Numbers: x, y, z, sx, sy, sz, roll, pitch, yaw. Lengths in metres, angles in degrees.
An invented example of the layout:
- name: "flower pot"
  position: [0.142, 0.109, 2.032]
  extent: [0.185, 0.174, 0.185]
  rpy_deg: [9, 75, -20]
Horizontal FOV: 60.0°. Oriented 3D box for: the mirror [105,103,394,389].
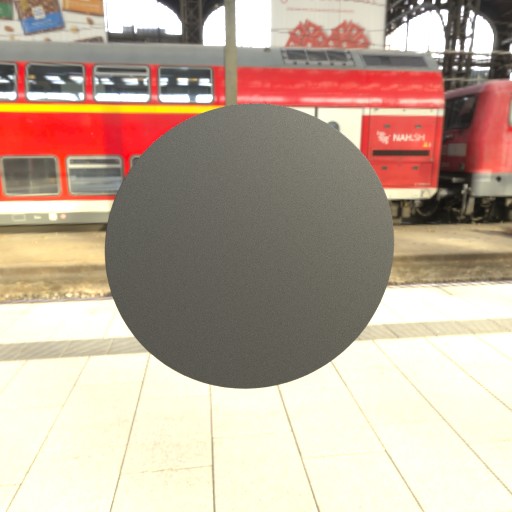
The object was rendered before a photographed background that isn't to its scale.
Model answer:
- name: "mirror"
  position: [0.000, 0.000, 1.651]
  extent: [1.077, 1.077, 0.036]
  rpy_deg: [-2, 14, -9]
